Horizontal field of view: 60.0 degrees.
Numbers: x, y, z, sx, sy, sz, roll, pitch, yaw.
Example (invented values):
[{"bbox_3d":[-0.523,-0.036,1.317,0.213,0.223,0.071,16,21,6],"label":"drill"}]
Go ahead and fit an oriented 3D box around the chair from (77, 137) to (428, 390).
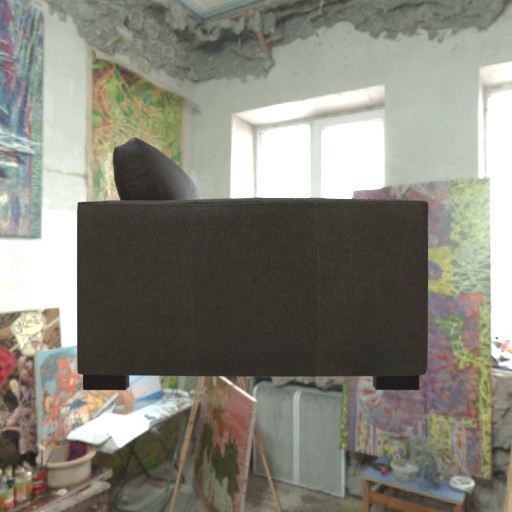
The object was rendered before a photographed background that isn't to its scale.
[{"bbox_3d":[0.000,0.000,1.835,1.080,0.807,1.106,0,0,1],"label":"chair"}]
